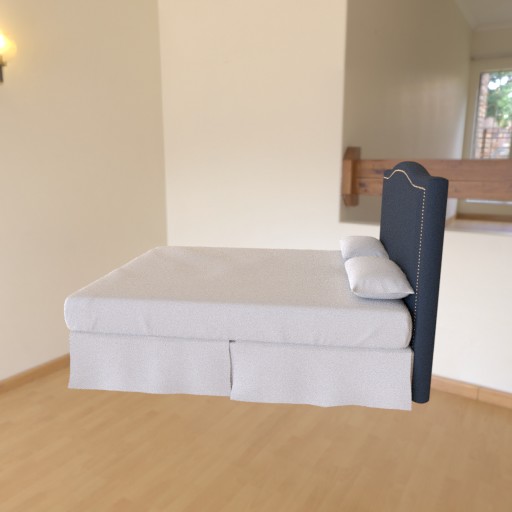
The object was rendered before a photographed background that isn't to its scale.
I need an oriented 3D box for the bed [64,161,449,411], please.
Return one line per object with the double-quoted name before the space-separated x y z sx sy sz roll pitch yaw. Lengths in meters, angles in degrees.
"bed" 0.000 0.000 3.427 2.282 1.436 1.821 2 13 8
